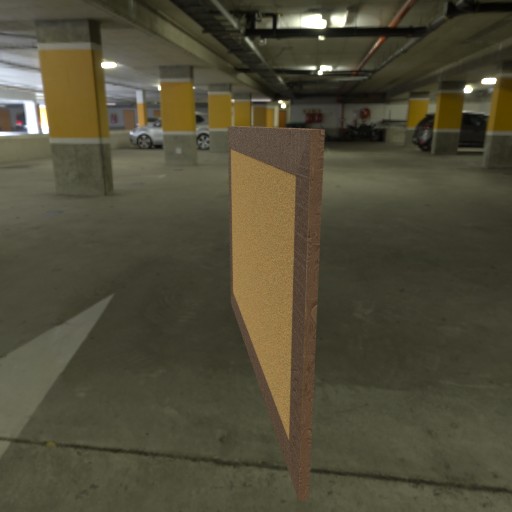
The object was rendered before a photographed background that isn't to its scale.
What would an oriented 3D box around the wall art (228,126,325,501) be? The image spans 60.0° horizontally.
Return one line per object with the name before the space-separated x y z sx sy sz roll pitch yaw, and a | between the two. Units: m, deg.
wall art | 0.000 0.000 1.121 0.019 0.626 0.917 -3 17 -10
